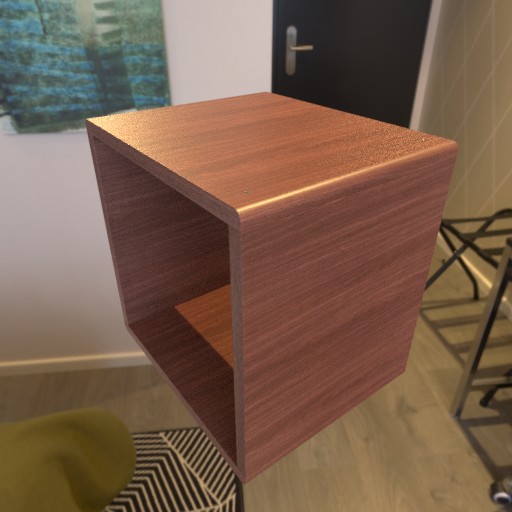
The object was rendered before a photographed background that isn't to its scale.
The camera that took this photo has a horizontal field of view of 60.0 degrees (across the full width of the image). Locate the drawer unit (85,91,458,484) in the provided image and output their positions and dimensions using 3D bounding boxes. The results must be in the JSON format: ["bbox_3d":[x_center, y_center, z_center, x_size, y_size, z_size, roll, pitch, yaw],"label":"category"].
[{"bbox_3d":[0.000,0.000,0.615,0.290,0.351,0.349,-21,37,-31],"label":"drawer unit"}]
